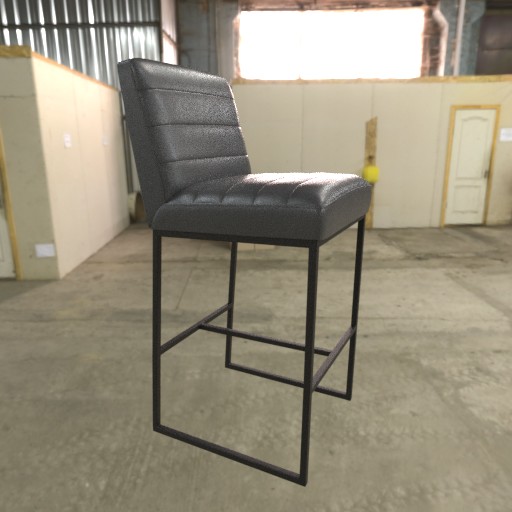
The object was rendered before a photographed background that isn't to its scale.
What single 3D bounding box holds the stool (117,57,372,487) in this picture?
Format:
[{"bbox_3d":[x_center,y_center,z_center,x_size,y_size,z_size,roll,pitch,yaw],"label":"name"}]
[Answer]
[{"bbox_3d":[0.000,0.000,1.278,0.552,1.040,0.457,8,17,26],"label":"stool"}]
